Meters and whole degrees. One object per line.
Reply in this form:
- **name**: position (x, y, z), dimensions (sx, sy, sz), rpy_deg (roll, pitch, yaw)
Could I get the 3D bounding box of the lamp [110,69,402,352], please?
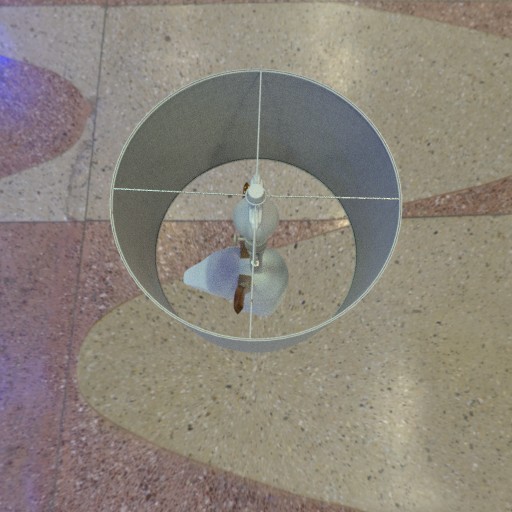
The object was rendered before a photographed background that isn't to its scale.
- **lamp**: position (0.000, 0.000, 0.691), dimensions (0.298, 0.503, 0.298), rpy_deg (2, 75, 1)
